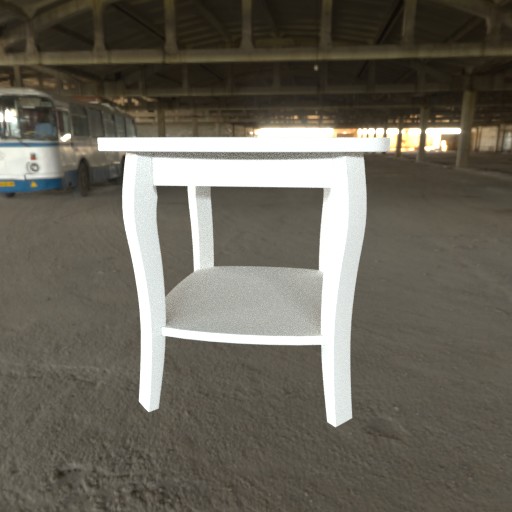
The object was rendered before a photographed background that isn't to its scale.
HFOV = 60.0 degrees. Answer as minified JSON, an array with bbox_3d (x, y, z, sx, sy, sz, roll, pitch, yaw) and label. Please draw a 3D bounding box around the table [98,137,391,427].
[{"bbox_3d":[0.000,0.000,0.851,0.451,0.438,0.502,2,15,7],"label":"table"}]
